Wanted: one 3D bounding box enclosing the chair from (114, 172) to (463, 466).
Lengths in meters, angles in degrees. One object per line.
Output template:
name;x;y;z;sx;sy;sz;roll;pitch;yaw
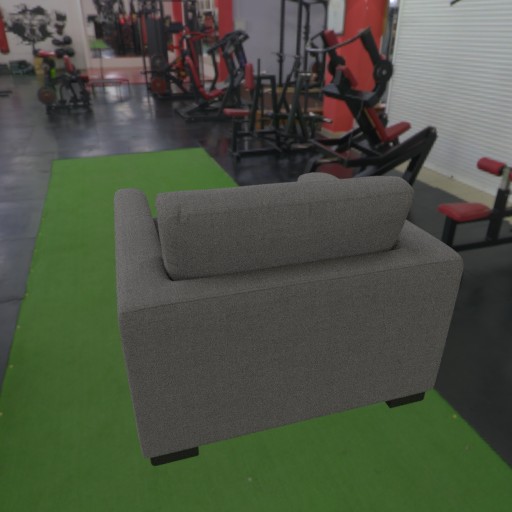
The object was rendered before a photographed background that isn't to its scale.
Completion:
chair;0.000;0.000;1.810;1.070;0.847;1.100;-8;28;-15
